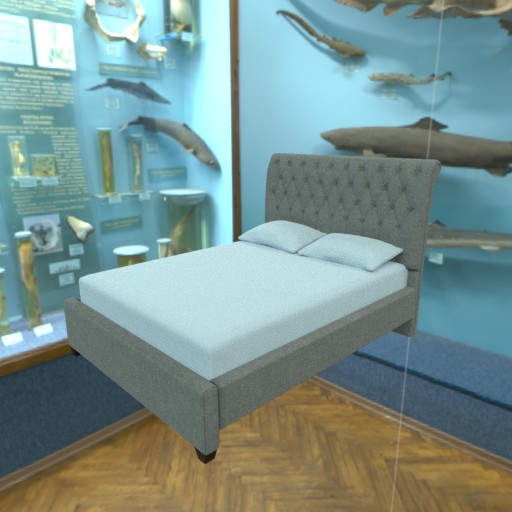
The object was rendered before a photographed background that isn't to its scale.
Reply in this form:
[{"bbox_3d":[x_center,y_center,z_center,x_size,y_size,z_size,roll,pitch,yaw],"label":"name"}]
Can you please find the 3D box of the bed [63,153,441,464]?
[{"bbox_3d":[0.000,0.000,3.267,2.252,1.371,1.645,-15,21,-42],"label":"bed"}]
